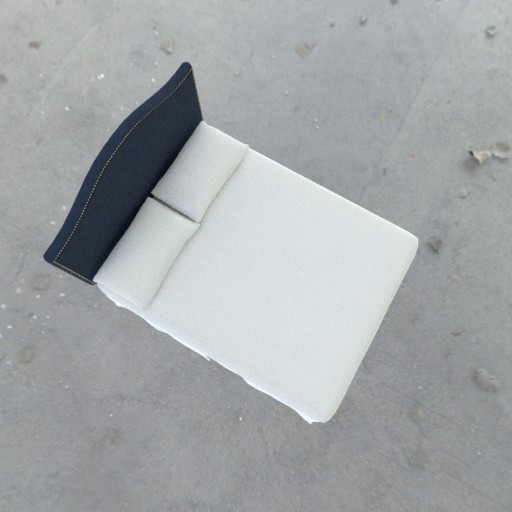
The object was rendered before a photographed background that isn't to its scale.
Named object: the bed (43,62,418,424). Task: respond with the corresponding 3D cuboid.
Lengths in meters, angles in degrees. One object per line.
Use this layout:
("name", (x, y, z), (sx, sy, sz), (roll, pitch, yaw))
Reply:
("bed", (0.000, 0.000, 3.311), (2.153, 1.518, 1.725), (29, 77, 7))
